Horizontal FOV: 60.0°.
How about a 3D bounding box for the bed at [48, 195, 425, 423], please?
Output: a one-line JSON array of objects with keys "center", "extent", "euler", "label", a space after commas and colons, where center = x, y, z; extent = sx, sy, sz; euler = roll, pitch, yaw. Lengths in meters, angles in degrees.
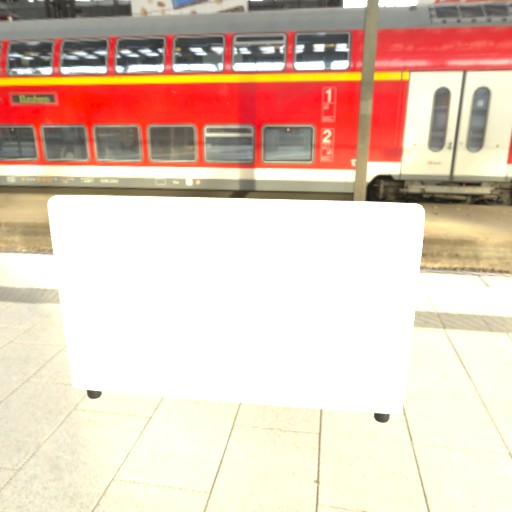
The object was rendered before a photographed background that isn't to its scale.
[{"center": [0.000, 0.000, 3.607], "extent": [2.119, 1.317, 2.341], "euler": [2, 17, 7], "label": "bed"}]
